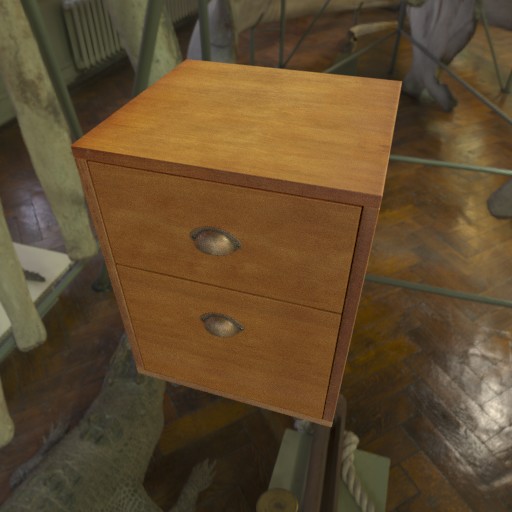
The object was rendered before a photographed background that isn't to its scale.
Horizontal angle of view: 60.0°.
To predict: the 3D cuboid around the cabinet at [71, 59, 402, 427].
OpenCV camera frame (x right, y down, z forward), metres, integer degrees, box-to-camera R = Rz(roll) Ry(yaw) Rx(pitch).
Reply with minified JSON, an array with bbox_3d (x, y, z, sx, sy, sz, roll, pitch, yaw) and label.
[{"bbox_3d":[0.000,0.000,0.863,0.409,0.579,0.401,11,42,13],"label":"cabinet"}]
